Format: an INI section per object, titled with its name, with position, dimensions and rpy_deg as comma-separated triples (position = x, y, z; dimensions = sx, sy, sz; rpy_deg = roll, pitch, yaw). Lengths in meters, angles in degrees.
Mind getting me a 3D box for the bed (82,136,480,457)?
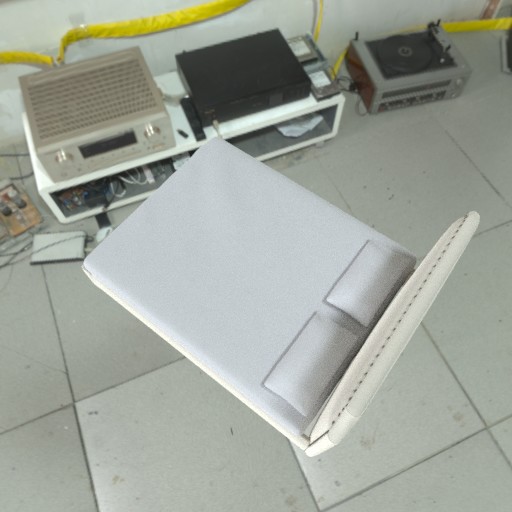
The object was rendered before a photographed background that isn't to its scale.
[bed]
position = 0.000, 0.000, 3.375
dimensions = 2.372, 1.497, 1.712
rpy_deg = 34, 67, 16
